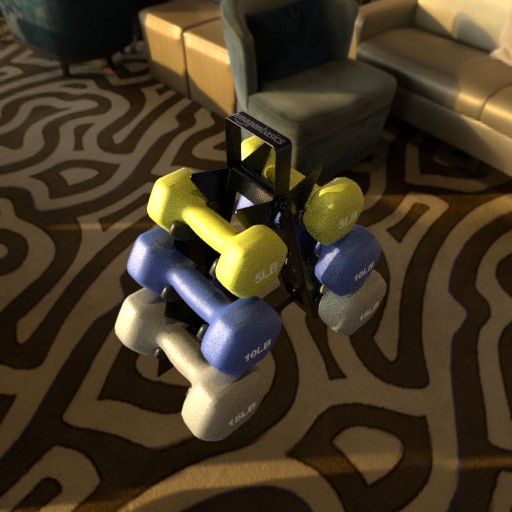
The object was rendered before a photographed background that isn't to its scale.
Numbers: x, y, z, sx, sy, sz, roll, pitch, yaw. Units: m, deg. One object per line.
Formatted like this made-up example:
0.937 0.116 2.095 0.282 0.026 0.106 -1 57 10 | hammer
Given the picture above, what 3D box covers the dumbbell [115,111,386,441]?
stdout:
0.000 0.000 0.667 0.416 0.426 0.261 -32 54 -27 | dumbbell
